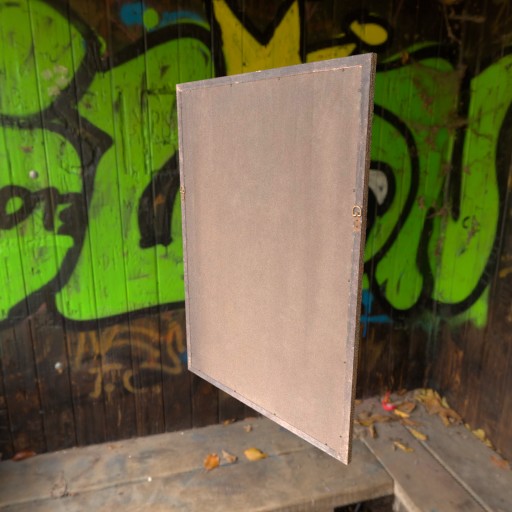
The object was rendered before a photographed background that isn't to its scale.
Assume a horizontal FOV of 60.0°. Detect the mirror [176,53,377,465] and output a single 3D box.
[{"bbox_3d":[0.000,0.000,1.286,0.025,0.996,0.705,-13,20,-42],"label":"mirror"}]
